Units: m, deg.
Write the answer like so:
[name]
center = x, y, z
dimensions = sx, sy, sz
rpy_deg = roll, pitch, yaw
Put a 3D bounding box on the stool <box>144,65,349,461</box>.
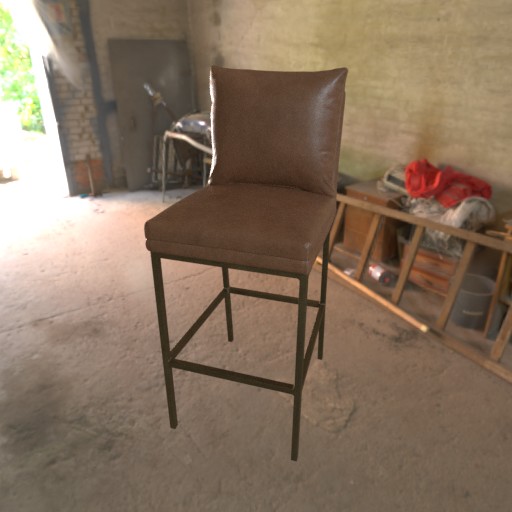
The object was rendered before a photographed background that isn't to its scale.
[stool]
center = 0.000, 0.000, 1.447
dimensions = 0.463, 1.124, 0.571
rpy_deg = 8, 27, 16
